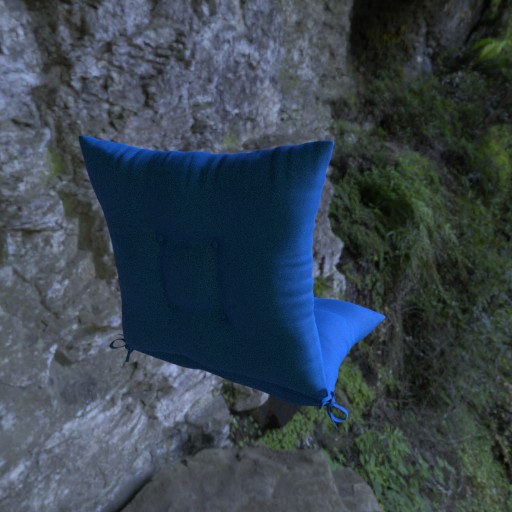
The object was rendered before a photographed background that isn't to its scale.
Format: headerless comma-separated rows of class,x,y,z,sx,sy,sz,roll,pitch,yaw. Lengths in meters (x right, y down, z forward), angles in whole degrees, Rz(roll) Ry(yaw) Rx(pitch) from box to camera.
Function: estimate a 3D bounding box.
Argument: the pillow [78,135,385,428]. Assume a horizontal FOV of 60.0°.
pillow,0.000,0.000,1.014,0.541,0.536,0.585,8,18,26
